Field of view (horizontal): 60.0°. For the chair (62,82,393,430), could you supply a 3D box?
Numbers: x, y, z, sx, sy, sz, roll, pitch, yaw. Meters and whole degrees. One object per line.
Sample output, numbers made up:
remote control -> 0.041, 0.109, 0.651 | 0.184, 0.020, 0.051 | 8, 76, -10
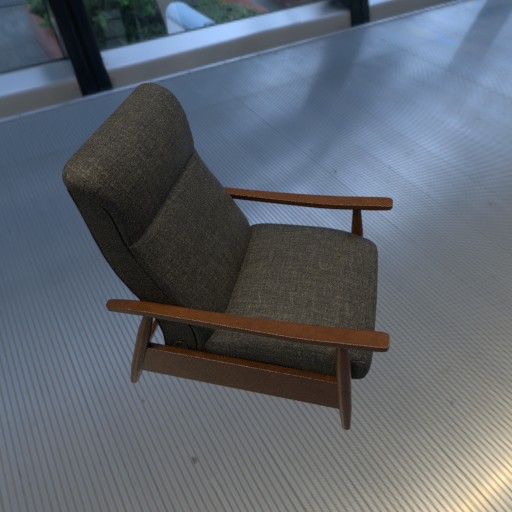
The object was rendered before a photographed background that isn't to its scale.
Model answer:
chair -> 0.000, 0.000, 1.748 | 1.014, 1.082, 0.762 | 9, 46, 9
